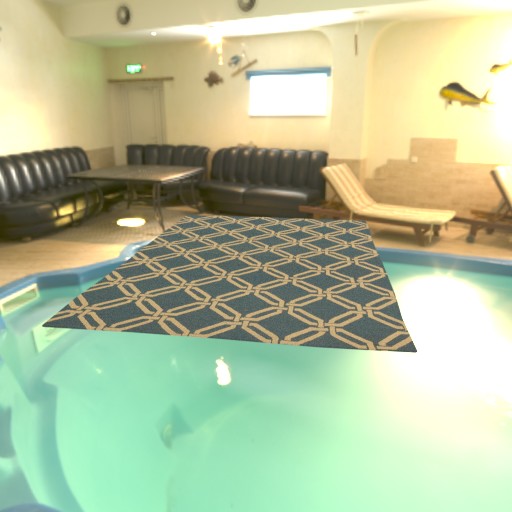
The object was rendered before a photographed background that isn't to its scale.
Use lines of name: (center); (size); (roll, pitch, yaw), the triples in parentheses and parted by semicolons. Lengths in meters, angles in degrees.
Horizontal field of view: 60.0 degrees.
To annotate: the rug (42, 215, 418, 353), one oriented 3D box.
rug: (0.000, 0.000, 2.738); (1.524, 0.013, 2.135); (2, 18, 8)
